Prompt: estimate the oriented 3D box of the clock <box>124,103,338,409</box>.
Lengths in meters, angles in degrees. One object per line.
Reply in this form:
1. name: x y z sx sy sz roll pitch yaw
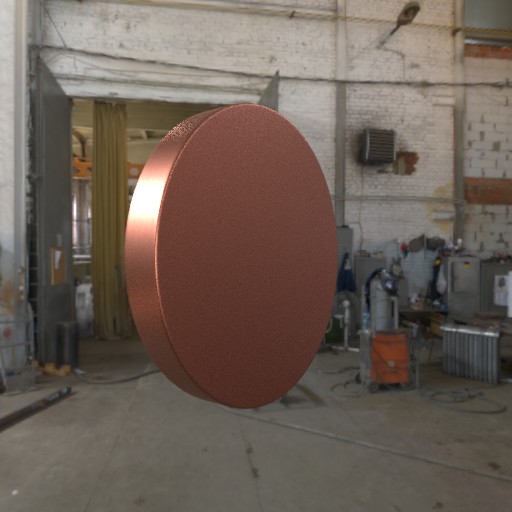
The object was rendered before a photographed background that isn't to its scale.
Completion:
1. clock: 0.000 0.000 0.482 0.040 0.313 0.313 0 0 37
